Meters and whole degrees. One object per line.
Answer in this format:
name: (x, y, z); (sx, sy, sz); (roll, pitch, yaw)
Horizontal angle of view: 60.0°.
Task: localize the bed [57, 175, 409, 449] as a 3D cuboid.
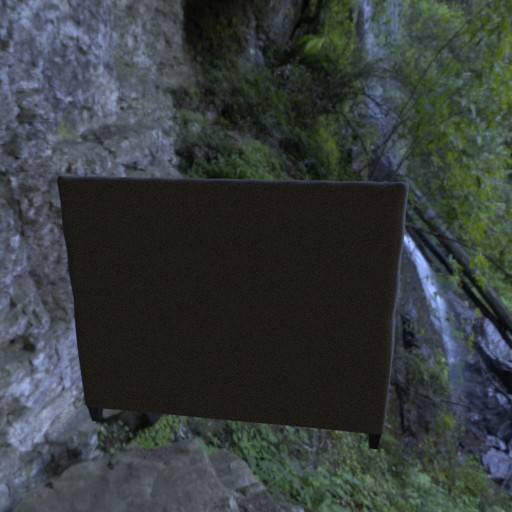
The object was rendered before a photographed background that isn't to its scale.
bed: (0.000, 0.000, 3.303); (1.696, 1.426, 2.233); (2, 18, 8)
